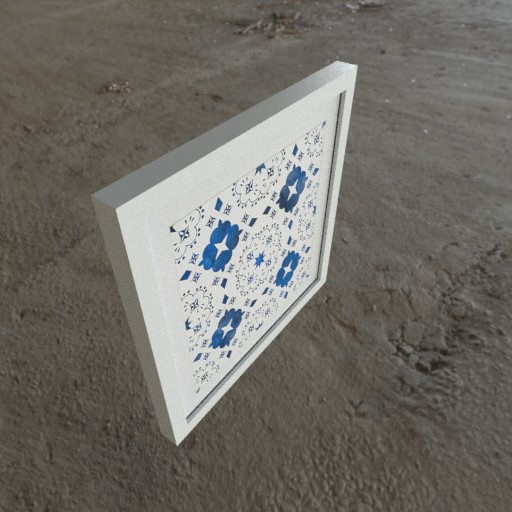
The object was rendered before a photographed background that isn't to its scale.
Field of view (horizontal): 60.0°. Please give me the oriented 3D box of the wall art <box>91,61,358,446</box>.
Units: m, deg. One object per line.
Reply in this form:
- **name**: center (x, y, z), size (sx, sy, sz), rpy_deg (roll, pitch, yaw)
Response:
- **wall art**: center (0.000, 0.000, 0.533), size (0.027, 0.355, 0.355), rpy_deg (27, 48, 27)
